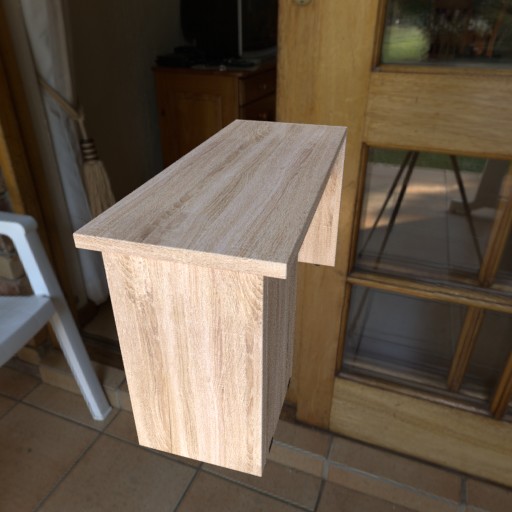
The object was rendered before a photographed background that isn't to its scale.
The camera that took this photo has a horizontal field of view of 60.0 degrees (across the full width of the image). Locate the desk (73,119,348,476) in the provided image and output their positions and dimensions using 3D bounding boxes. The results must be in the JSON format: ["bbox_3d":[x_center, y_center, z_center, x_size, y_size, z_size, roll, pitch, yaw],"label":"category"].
[{"bbox_3d":[0.000,0.000,1.678,0.500,0.750,1.300,8,31,14],"label":"desk"}]
